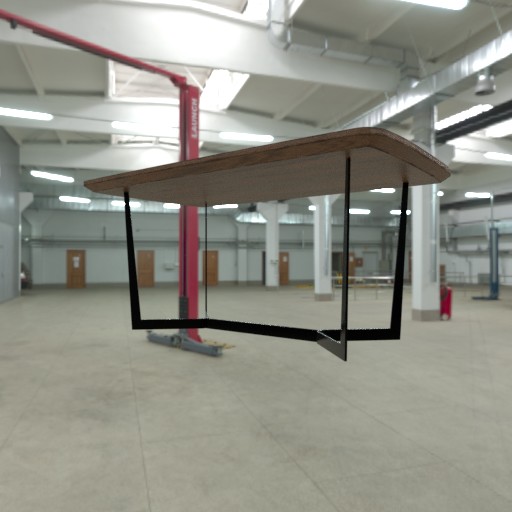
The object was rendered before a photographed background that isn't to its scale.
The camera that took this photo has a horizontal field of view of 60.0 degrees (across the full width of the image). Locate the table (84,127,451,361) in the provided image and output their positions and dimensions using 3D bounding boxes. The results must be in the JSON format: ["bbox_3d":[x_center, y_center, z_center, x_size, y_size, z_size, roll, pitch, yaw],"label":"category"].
[{"bbox_3d":[0.000,0.000,2.167,1.643,0.765,0.949,-1,-1,37],"label":"table"}]
